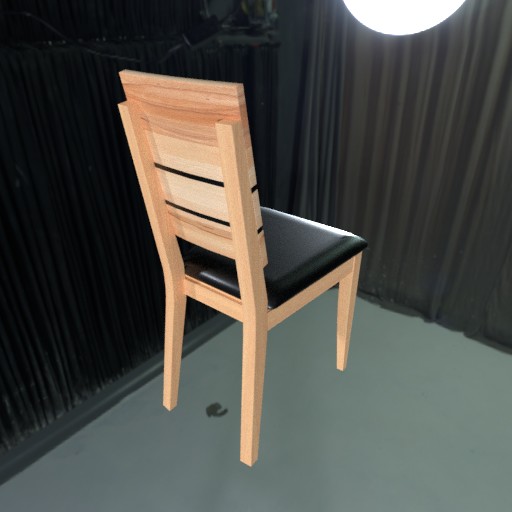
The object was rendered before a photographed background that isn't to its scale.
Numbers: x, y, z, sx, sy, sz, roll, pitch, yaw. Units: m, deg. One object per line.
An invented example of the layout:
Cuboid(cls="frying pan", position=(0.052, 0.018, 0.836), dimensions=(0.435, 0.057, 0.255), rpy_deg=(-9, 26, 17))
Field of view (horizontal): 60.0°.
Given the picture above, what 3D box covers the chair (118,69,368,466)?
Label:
Cuboid(cls="chair", position=(0.000, 0.000, 1.178), dimensions=(0.410, 0.940, 0.520), rpy_deg=(21, 35, 32))
